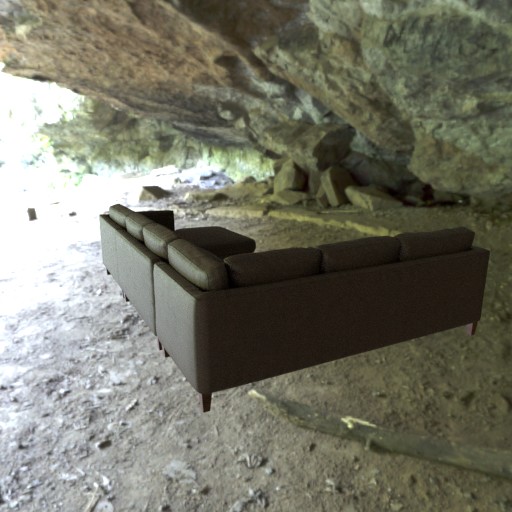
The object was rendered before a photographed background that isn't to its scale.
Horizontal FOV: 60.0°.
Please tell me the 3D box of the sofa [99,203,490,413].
[{"bbox_3d":[0.000,0.000,4.576,2.593,0.923,3.460,-7,16,-27],"label":"sofa"}]
